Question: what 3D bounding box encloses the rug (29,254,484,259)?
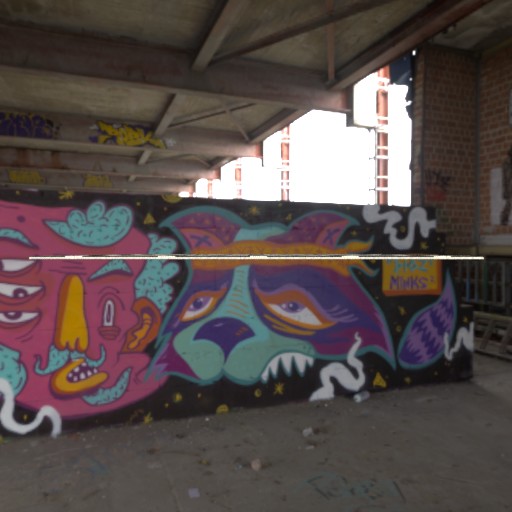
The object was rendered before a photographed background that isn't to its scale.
[{"bbox_3d":[0.000,0.000,4.200,3.049,0.021,2.466,0,1,0],"label":"rug"}]
